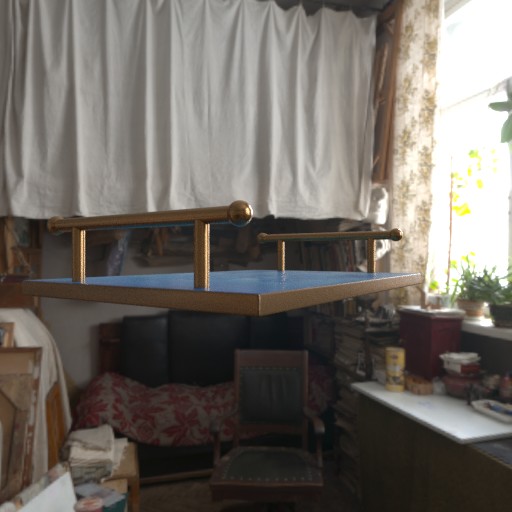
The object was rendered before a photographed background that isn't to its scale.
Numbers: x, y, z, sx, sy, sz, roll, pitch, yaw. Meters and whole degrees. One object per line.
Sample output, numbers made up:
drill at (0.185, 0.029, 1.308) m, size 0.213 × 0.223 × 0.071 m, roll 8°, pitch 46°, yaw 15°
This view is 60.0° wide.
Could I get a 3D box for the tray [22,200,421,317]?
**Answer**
tray at (0.000, 0.000, 0.571) m, size 0.304 × 0.084 × 0.444 m, roll 0°, pitch 0°, yaw 34°
